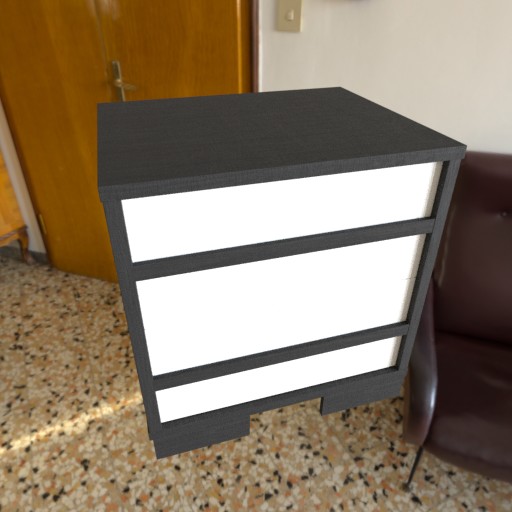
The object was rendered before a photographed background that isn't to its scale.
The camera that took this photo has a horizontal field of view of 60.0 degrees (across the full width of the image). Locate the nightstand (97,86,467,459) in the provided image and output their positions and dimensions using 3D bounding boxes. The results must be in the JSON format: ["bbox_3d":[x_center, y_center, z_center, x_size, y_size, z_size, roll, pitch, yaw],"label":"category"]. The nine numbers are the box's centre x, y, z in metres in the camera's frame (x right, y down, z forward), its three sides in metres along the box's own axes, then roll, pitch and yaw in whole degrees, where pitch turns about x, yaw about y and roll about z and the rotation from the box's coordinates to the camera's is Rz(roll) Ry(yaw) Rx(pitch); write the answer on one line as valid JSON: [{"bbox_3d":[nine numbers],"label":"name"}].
[{"bbox_3d":[0.000,0.000,0.741,0.427,0.448,0.347,-9,34,-14],"label":"nightstand"}]
